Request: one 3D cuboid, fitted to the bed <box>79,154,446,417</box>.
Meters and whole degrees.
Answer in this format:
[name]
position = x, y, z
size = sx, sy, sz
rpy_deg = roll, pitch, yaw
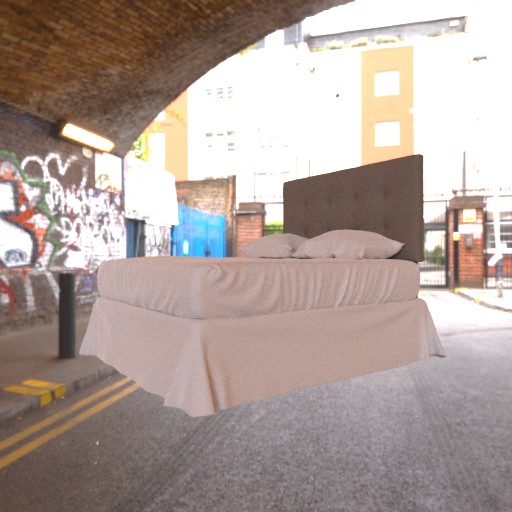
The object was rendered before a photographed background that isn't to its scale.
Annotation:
[bed]
position = 0.000, 0.000, 3.467
size = 2.222, 1.577, 1.936
rpy_deg = 0, 0, -36
